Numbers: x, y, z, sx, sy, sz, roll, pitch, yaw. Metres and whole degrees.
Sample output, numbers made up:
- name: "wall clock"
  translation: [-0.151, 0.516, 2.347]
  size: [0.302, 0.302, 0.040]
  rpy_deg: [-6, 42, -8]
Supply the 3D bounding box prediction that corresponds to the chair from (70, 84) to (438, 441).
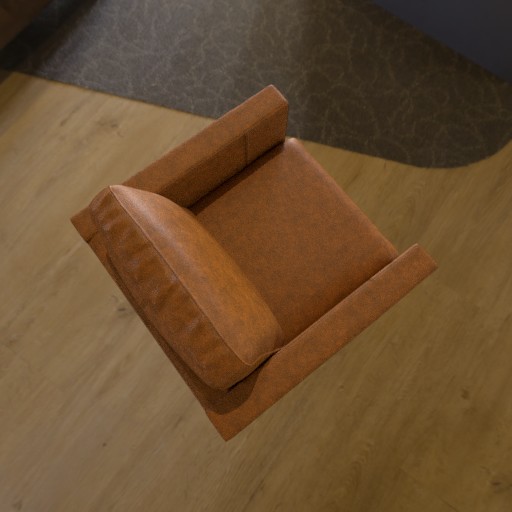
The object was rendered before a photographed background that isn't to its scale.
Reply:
- name: "chair"
  translation: [0.000, 0.000, 1.667]
  size: [0.909, 0.956, 0.890]
  rpy_deg: [-37, 77, -10]
